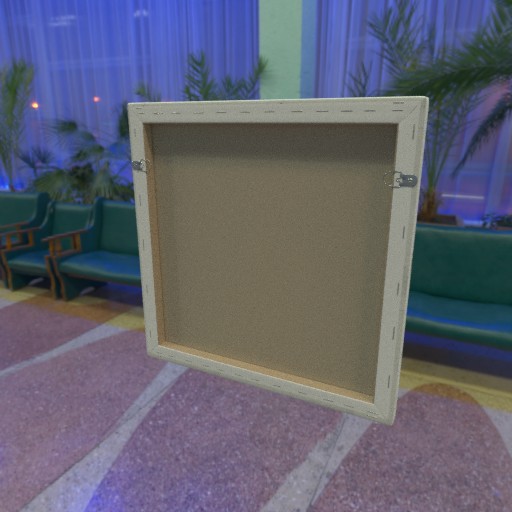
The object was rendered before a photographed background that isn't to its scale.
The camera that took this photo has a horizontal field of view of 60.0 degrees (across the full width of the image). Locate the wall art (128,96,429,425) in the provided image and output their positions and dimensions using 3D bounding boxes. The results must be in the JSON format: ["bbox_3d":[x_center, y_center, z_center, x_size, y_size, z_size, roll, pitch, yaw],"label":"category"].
[{"bbox_3d":[0.000,0.000,1.148,0.762,0.762,0.038,8,19,26],"label":"wall art"}]
